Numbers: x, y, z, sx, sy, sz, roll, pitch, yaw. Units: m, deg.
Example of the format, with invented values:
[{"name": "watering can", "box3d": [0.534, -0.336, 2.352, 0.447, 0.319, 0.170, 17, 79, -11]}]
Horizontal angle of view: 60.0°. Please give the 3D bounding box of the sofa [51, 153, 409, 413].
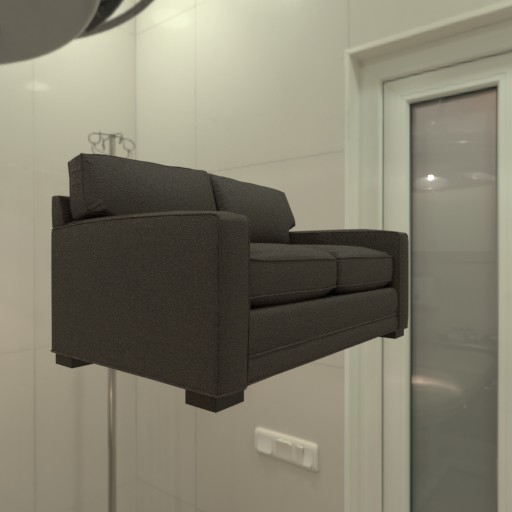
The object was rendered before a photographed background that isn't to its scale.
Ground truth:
[{"name": "sofa", "box3d": [0.000, 0.000, 2.136, 0.974, 0.887, 1.534, 0, 1, 38]}]
